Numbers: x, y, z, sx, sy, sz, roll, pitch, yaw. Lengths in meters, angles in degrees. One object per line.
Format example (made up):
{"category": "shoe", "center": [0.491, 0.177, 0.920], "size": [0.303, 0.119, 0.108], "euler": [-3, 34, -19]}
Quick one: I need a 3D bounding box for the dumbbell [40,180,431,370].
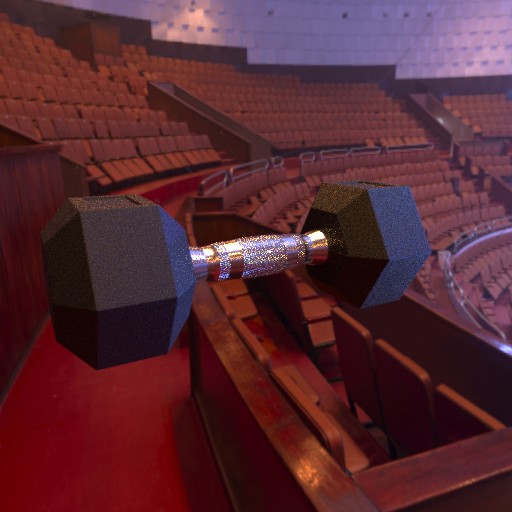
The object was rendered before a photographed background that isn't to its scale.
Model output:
{"category": "dumbbell", "center": [0.000, 0.000, 0.317], "size": [0.272, 0.092, 0.106], "euler": [-8, 17, -27]}
